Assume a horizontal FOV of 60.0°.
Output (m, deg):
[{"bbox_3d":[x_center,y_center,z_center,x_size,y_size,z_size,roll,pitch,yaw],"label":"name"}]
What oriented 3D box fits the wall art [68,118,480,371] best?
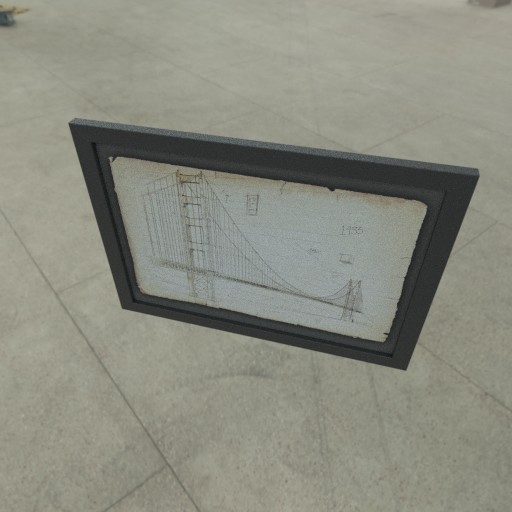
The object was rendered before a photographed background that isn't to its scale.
[{"bbox_3d":[0.000,0.000,0.557,0.432,0.306,0.016,10,42,12],"label":"wall art"}]
